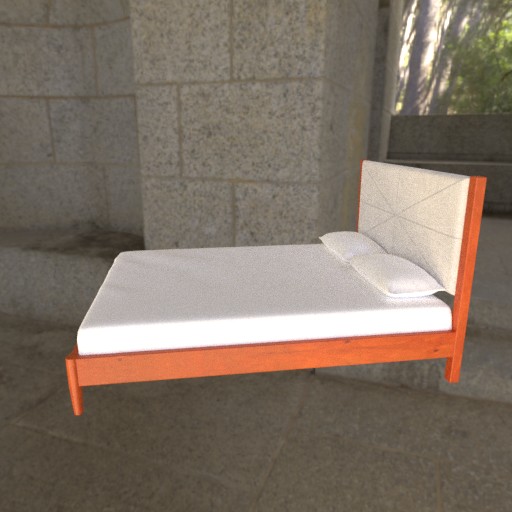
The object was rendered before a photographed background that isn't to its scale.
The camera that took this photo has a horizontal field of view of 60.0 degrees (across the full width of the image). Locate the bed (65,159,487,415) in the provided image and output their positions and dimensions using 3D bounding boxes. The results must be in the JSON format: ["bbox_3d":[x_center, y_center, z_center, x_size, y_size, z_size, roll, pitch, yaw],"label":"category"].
[{"bbox_3d":[0.000,0.000,2.971,2.117,1.165,1.566,-2,16,-8],"label":"bed"}]
